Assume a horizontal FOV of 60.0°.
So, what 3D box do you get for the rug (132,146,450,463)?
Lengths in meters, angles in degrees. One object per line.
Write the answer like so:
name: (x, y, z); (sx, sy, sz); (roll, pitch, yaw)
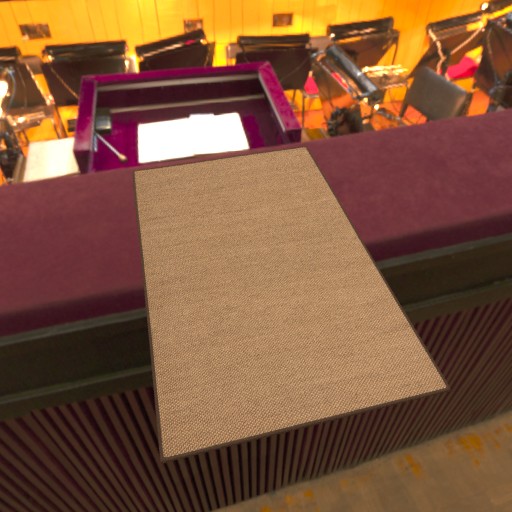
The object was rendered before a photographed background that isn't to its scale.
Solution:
rug: (0.000, 0.000, 2.101); (1.067, 0.013, 1.676); (-10, 47, -10)
